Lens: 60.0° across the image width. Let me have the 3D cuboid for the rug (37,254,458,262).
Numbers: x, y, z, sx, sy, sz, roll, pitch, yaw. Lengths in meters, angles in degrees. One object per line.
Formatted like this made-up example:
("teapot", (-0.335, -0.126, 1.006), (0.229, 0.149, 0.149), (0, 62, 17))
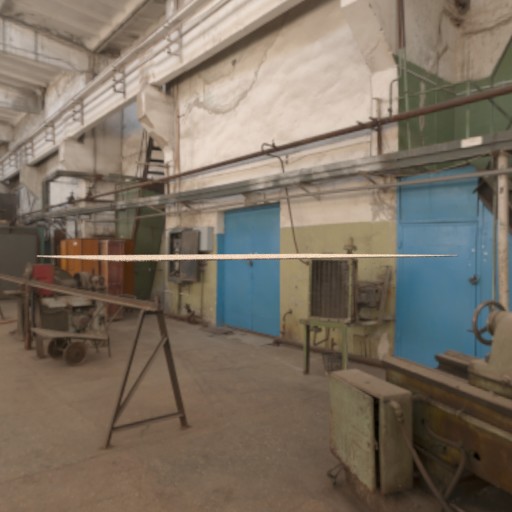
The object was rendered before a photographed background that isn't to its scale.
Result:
("rug", (0.000, 0.000, 3.015), (2.442, 0.010, 1.546), (-1, 1, -37))
